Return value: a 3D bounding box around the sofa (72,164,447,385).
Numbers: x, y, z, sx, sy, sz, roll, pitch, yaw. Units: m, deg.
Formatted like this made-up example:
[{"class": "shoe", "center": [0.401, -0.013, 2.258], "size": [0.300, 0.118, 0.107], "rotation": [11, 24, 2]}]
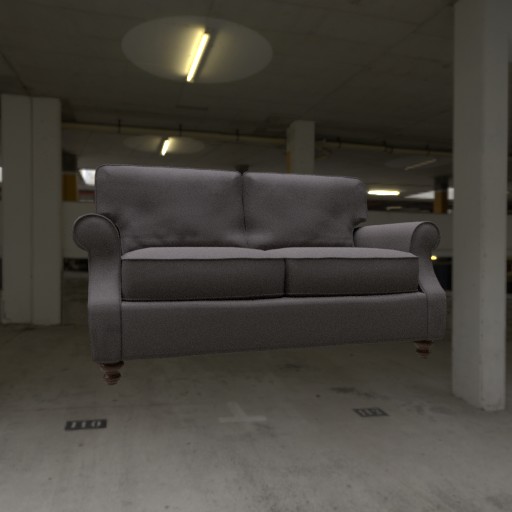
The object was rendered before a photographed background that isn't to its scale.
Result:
[{"class": "sofa", "center": [0.000, 0.000, 2.212], "size": [1.665, 0.937, 0.964], "rotation": [0, 1, -17]}]
